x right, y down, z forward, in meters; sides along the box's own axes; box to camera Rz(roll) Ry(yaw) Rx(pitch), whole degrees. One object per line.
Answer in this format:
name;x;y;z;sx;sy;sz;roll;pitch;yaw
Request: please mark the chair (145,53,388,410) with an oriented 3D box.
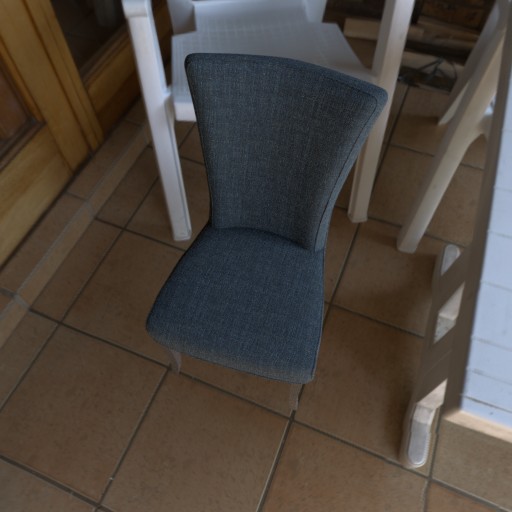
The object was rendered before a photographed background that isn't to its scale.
chair;0.000;0.000;1.384;0.520;0.991;0.660;14;60;8
